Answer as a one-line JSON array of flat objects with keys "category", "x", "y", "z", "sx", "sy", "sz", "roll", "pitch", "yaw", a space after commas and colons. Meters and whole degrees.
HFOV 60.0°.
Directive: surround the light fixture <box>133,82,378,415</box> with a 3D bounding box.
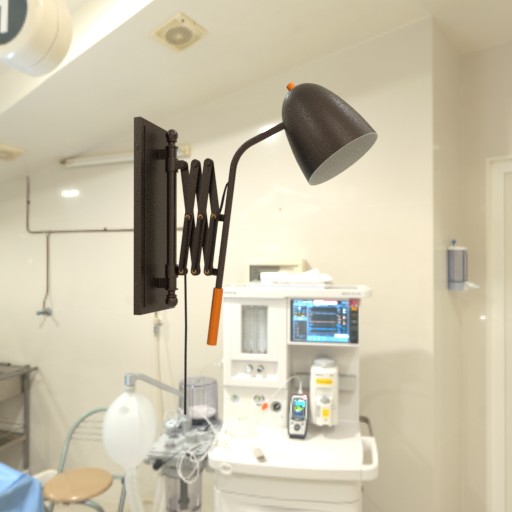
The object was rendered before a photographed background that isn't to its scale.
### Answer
[{"category": "light fixture", "x": 0.000, "y": 0.000, "z": 0.938, "sx": 0.499, "sy": 0.715, "sz": 0.162, "roll": 0, "pitch": 0, "yaw": 18}]
